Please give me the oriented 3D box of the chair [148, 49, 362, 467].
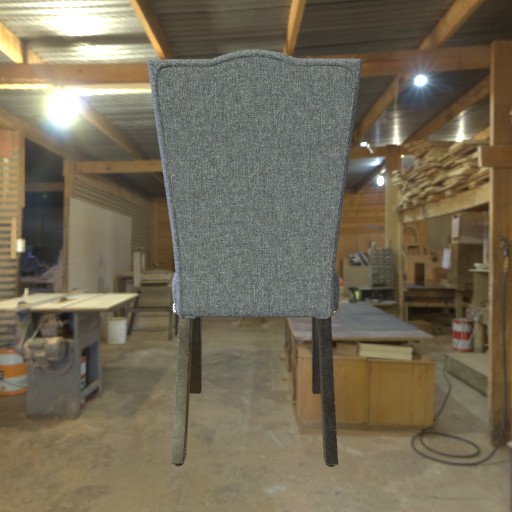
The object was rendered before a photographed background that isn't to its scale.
[{"bbox_3d":[0.000,0.000,1.279,0.518,0.946,0.589,0,0,1],"label":"chair"}]
